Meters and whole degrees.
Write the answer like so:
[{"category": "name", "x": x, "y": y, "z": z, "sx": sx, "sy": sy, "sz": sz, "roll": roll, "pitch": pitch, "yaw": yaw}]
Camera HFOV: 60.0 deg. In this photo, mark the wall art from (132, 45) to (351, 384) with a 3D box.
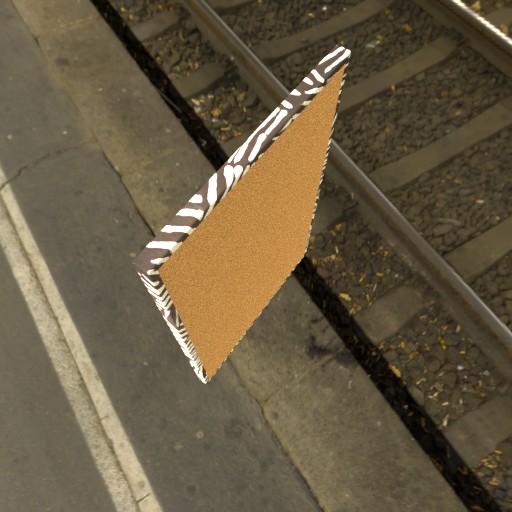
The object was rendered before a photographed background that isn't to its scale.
[{"category": "wall art", "x": 0.000, "y": 0.000, "z": 1.206, "sx": 0.035, "sy": 0.918, "sz": 0.615, "roll": 33, "pitch": 68, "yaw": 15}]
